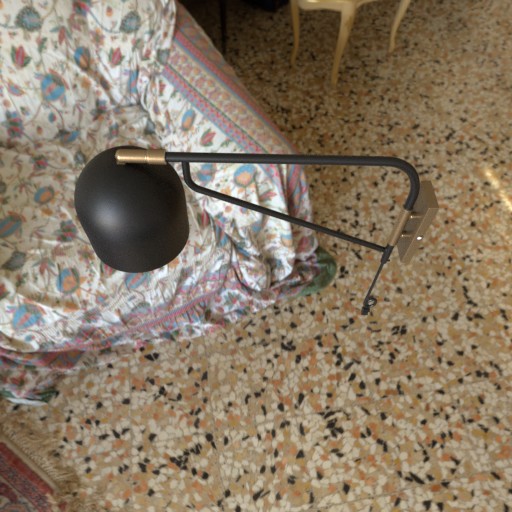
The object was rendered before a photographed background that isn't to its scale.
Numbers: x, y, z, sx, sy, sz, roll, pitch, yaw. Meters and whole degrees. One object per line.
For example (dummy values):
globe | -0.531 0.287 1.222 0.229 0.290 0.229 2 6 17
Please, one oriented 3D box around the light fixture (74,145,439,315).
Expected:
light fixture | 0.000 0.000 1.072 0.720 0.696 0.215 -1 57 -1
